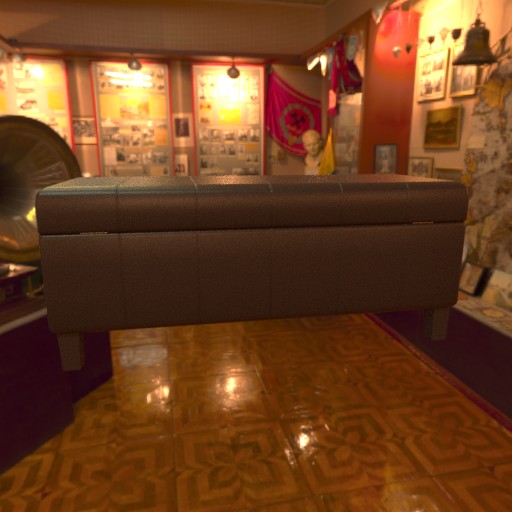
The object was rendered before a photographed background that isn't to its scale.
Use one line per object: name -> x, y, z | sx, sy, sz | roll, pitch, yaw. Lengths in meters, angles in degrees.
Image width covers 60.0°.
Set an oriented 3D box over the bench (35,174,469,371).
bench -> 0.000, 0.000, 1.332 | 1.092, 0.457, 0.429 | -2, 14, -10
